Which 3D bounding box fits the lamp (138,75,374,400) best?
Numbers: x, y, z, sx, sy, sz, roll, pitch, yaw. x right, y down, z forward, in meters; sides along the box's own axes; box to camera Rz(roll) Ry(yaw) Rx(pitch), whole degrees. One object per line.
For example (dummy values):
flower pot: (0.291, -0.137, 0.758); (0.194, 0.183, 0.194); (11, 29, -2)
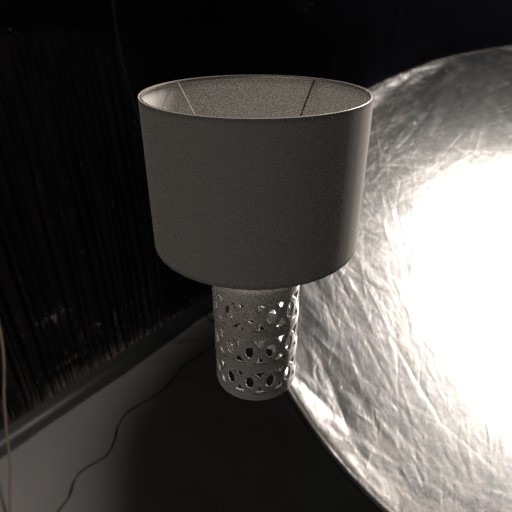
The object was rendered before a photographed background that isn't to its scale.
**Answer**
lamp: (0.000, 0.000, 0.713); (0.310, 0.502, 0.310); (0, 30, 0)
